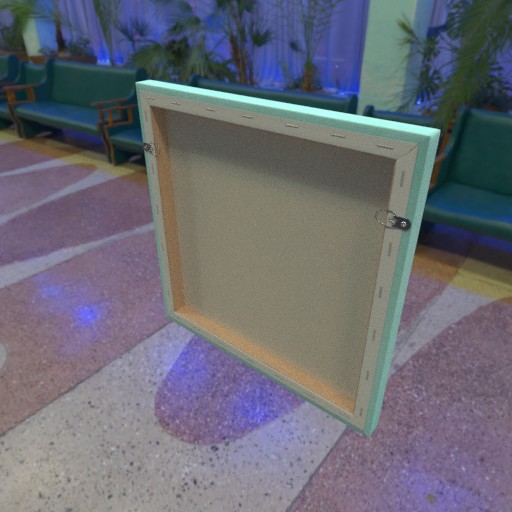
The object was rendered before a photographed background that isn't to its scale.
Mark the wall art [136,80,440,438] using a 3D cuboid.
[{"bbox_3d":[0.000,0.000,1.136,0.765,0.766,0.054,23,38,33],"label":"wall art"}]
